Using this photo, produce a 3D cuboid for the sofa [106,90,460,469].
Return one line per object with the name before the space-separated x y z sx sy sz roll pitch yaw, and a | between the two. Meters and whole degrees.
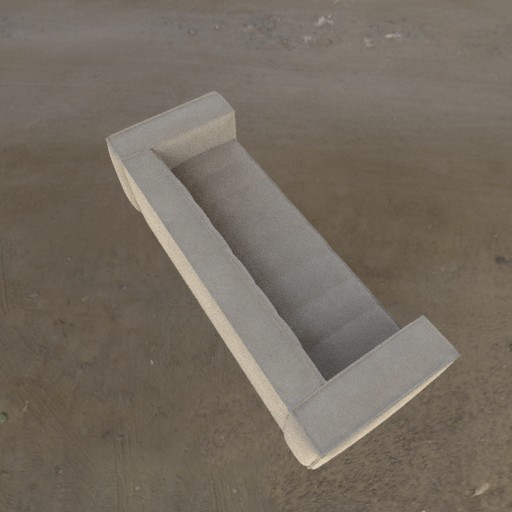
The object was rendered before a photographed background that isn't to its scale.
sofa | 0.000 0.000 3.165 1.038 0.680 2.697 -29 63 -17
